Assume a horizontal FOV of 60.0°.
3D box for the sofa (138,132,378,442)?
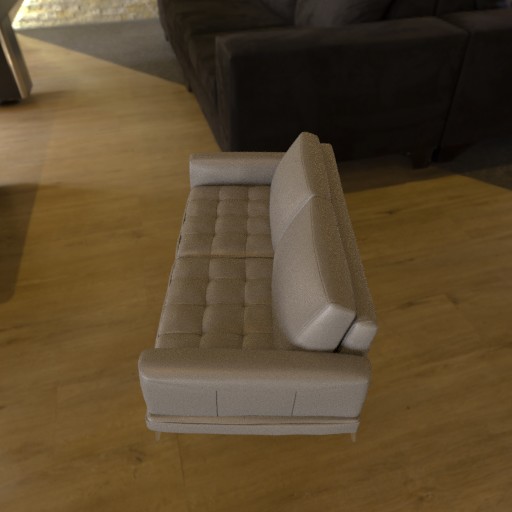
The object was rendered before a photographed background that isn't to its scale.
[{"bbox_3d":[0.000,0.000,2.857,1.121,0.930,2.177,0,41,0],"label":"sofa"}]
